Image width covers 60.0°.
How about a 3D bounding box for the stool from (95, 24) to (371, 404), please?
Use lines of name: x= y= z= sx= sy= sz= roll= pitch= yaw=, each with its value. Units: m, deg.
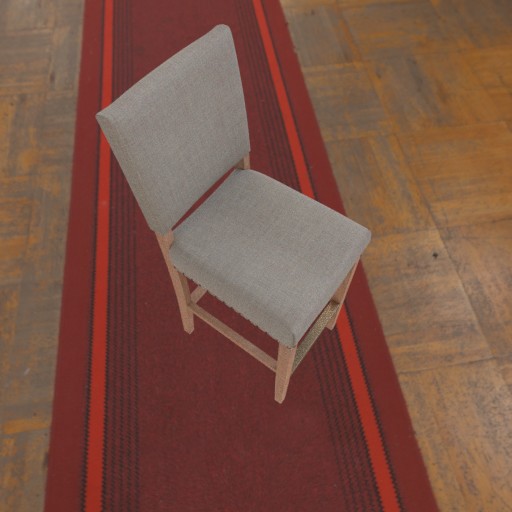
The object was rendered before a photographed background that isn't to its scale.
stool: x=0.000 y=0.000 z=1.473 sx=0.585 sy=1.203 sz=0.445 roll=32 pitch=63 yaw=18
